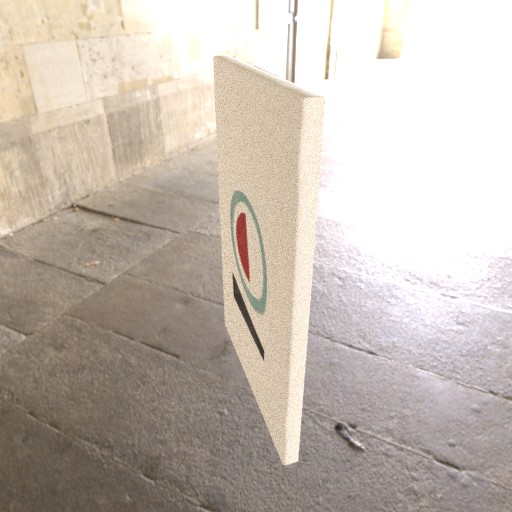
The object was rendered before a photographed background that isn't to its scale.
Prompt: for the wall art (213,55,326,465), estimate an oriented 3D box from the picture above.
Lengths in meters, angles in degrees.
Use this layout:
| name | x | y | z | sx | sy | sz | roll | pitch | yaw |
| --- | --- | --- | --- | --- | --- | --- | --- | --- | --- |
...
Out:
| name | x | y | z | sx | sy | sz | roll | pitch | yaw |
| --- | --- | --- | --- | --- | --- | --- | --- | --- | --- |
| wall art | 0.000 | 0.000 | 1.158 | 0.048 | 0.902 | 0.602 | -9 | 31 | -15 |
